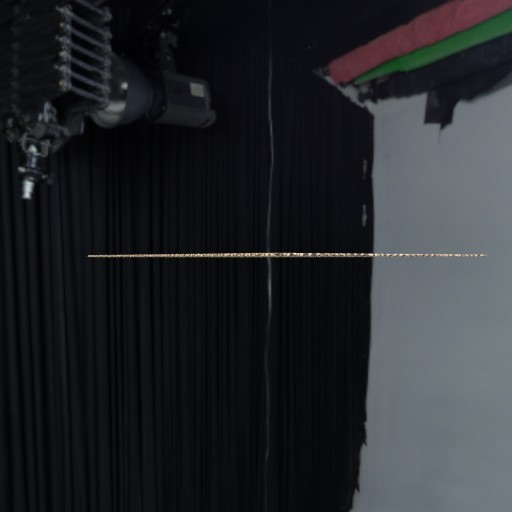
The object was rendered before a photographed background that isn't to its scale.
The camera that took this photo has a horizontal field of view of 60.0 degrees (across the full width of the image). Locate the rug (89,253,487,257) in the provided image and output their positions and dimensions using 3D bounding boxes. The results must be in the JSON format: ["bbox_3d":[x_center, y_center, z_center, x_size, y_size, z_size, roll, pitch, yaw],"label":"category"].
[{"bbox_3d":[0.000,0.000,2.335,1.219,0.008,1.828,0,0,-37],"label":"rug"}]
